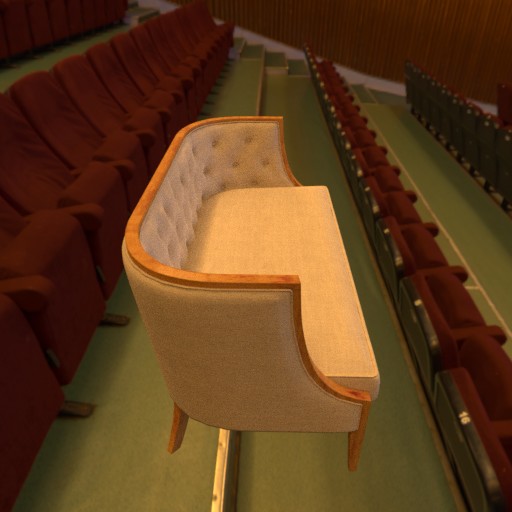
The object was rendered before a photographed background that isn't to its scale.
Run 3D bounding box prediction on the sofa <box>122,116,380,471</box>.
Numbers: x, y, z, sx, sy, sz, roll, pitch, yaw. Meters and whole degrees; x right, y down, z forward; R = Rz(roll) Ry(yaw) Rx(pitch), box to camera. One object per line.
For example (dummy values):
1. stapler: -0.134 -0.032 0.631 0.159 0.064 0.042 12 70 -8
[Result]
1. sofa: 0.000 0.000 1.877 0.770 0.775 1.474 1 33 1
